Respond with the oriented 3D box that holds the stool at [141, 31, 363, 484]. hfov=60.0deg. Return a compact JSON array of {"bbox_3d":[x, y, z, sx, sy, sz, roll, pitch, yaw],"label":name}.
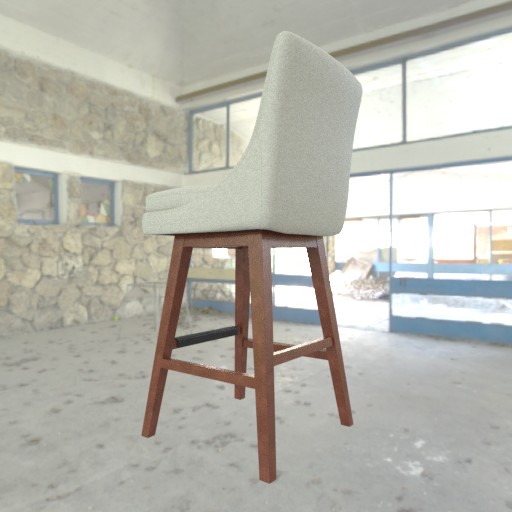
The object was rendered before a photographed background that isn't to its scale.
[{"bbox_3d":[0.000,0.000,1.377,0.559,1.092,0.470,0,0,37],"label":"stool"}]
